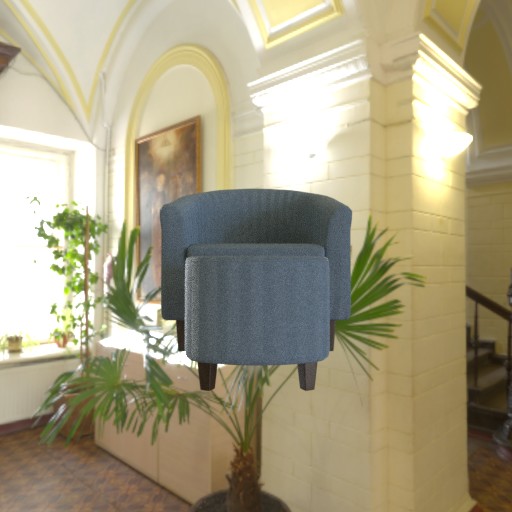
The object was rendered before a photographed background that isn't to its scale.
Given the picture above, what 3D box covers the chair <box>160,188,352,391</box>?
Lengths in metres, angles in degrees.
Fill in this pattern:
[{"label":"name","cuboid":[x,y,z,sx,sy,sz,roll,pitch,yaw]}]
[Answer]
[{"label":"chair","cuboid":[0.000,0.000,1.763,0.756,0.757,1.288,0,-1,0]}]
